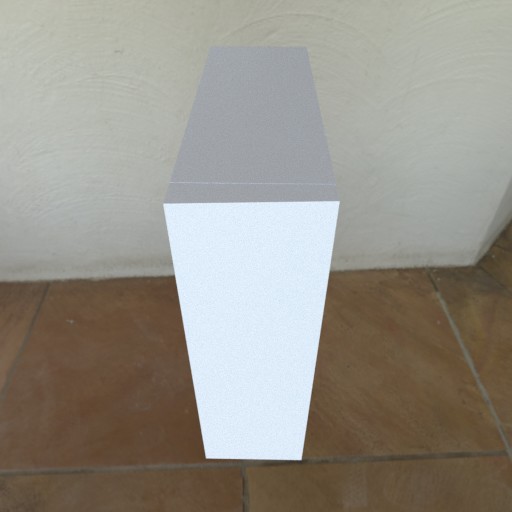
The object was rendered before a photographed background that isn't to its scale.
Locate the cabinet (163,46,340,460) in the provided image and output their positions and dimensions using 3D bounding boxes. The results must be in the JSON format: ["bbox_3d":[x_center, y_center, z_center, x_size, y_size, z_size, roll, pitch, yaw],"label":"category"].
[{"bbox_3d":[0.000,0.000,1.617,0.348,1.150,0.990,1,42,1],"label":"cabinet"}]
